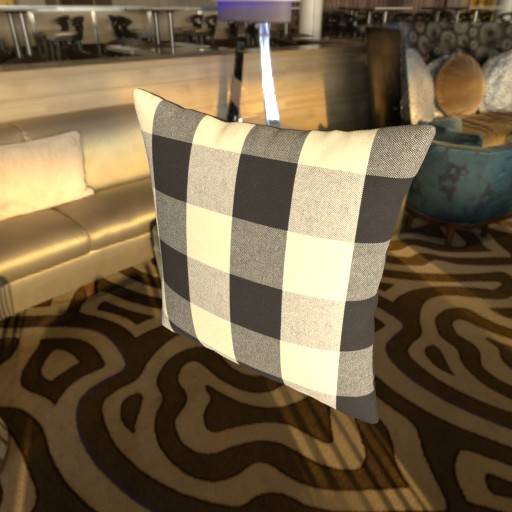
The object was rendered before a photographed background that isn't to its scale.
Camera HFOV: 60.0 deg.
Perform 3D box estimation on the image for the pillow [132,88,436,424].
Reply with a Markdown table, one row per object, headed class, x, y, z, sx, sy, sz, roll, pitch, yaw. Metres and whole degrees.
| class | x | y | z | sx | sy | sz | roll | pitch | yaw |
| --- | --- | --- | --- | --- | --- | --- | --- | --- | --- |
| pillow | 0.000 | 0.000 | 0.768 | 0.511 | 0.509 | 0.161 | 18 | 34 | 29 |
